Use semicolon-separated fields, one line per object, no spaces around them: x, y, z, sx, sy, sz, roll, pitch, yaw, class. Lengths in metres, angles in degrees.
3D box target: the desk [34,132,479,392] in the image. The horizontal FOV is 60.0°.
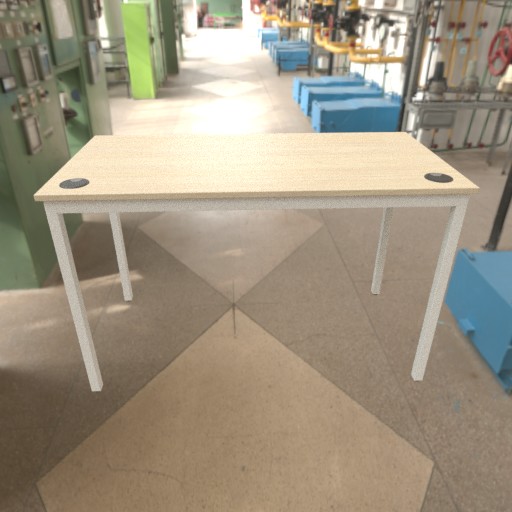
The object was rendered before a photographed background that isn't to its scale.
0.000;0.000;1.635;1.200;0.750;0.600;-1;30;-2;desk
